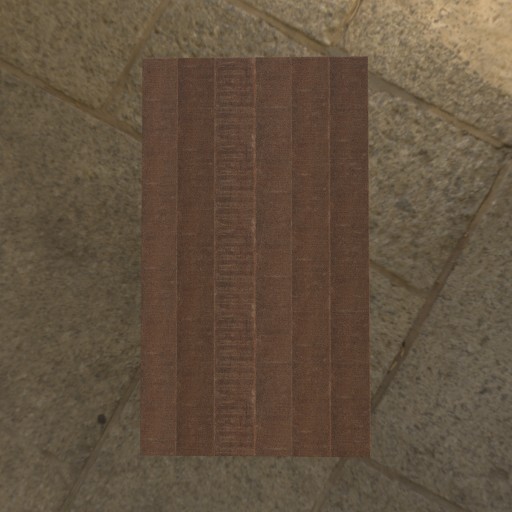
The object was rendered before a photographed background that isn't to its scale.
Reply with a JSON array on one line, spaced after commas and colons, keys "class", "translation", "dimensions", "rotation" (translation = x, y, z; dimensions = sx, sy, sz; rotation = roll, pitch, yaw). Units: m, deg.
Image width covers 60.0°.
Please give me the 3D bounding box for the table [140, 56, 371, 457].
[{"class": "table", "translation": [0.000, 0.000, 1.772], "dimensions": [0.800, 0.440, 1.400], "rotation": [0, 89, 1]}]
